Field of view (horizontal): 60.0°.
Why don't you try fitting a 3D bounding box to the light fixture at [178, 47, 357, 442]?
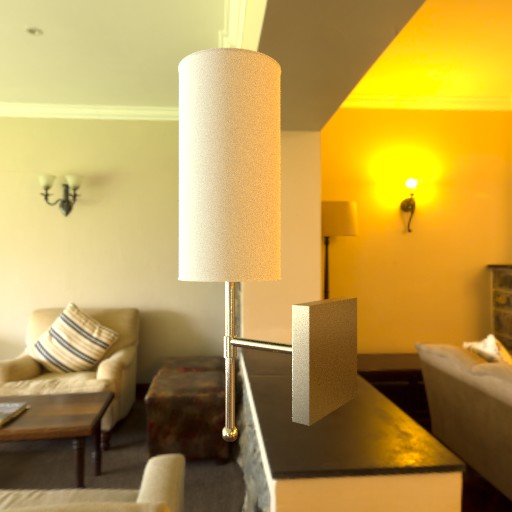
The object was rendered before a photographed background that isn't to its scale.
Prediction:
[{"bbox_3d":[0.000,0.000,0.531,0.208,0.462,0.128,0,0,36],"label":"light fixture"}]
